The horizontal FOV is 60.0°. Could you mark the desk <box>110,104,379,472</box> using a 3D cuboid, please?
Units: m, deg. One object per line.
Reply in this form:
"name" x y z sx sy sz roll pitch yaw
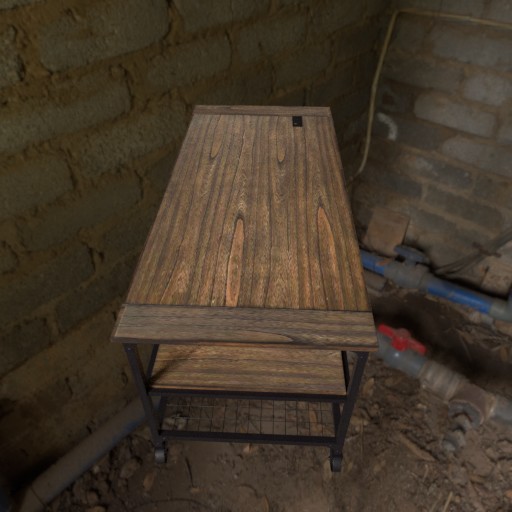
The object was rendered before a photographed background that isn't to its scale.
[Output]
"desk" 0.000 0.000 1.996 0.711 0.751 1.590 2 41 2
